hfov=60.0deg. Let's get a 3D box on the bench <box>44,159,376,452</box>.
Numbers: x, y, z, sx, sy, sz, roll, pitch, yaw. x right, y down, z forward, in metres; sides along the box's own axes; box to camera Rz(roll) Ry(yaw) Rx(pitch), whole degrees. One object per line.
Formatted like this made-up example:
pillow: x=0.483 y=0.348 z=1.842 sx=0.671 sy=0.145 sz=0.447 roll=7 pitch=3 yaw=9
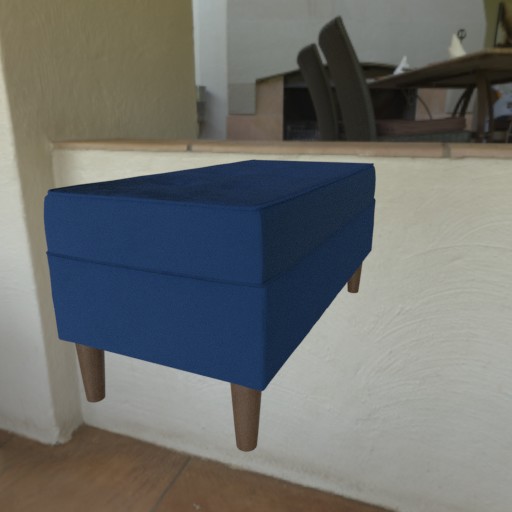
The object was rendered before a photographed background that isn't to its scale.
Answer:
bench: x=0.000 y=0.000 z=1.257 sx=0.489 sy=0.467 sz=1.010 roll=7 pitch=18 yaw=23
